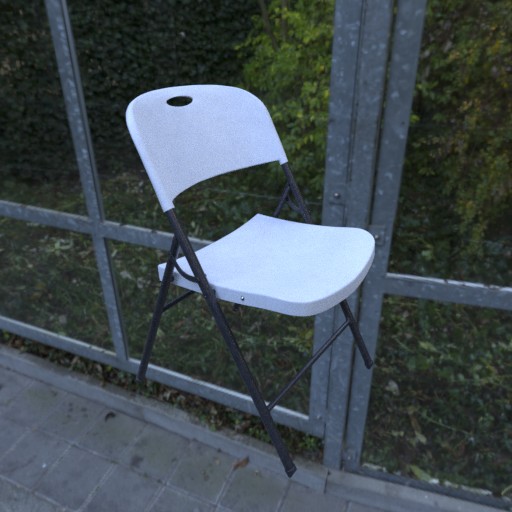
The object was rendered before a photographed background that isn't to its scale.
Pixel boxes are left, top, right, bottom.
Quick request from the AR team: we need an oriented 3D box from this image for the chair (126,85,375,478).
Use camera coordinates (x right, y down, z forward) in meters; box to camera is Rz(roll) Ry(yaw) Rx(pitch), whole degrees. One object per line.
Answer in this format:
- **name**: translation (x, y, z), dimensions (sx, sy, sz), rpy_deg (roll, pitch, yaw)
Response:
- **chair**: translation (0.000, 0.000, 1.182), dimensions (0.566, 0.810, 0.494), rpy_deg (18, 33, 31)
